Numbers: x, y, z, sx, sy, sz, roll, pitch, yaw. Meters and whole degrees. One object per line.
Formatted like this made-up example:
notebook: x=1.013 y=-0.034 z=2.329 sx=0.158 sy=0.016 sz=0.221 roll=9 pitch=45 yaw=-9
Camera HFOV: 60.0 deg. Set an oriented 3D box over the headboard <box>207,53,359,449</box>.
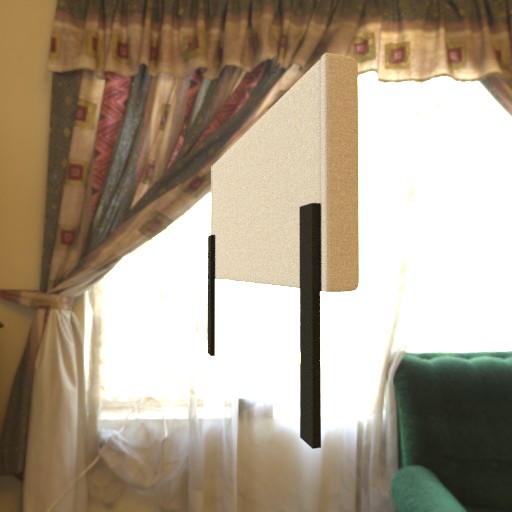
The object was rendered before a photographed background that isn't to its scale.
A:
headboard: x=0.000 y=0.000 z=2.676 sx=0.184 sy=1.524 sz=2.051 roll=0 pitch=-1 yaw=-18
